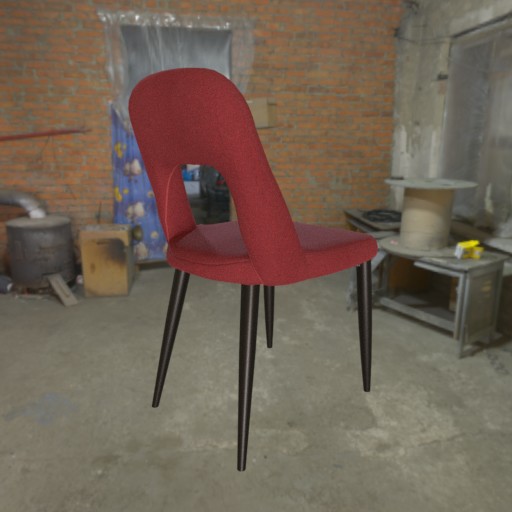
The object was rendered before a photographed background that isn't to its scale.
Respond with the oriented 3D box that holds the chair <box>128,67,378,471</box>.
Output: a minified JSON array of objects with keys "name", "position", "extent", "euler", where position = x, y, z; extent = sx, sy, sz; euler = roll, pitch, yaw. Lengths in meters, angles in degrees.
[{"name":"chair","position":[0.000,0.000,1.210],"extent":[0.569,0.892,0.483],"euler":[-14,20,-43]}]
